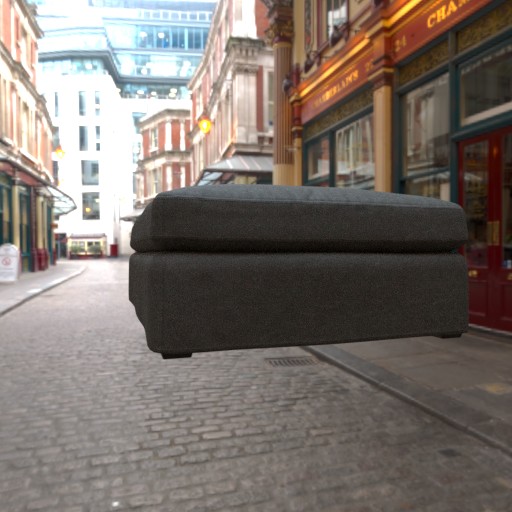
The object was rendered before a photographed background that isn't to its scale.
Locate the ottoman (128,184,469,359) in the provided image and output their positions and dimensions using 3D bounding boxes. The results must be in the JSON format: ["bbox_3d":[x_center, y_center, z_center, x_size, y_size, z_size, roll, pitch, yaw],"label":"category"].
[{"bbox_3d":[0.000,0.000,1.588,0.840,0.429,1.199,0,0,-18],"label":"ottoman"}]
